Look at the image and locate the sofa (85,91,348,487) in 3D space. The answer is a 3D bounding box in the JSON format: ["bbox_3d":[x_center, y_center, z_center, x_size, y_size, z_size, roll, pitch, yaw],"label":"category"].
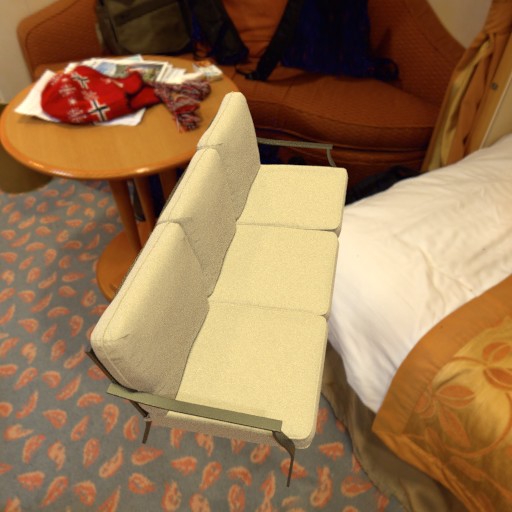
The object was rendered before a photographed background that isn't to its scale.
[{"bbox_3d":[0.000,0.000,2.167,0.787,0.860,1.740,9,47,8],"label":"sofa"}]
